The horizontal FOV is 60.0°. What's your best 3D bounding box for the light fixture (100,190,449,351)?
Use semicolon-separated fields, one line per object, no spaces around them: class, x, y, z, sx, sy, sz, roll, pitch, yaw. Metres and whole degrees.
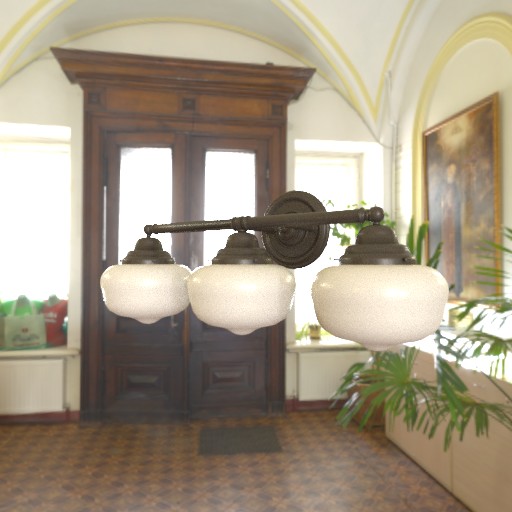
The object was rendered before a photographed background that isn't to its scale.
light fixture;0.000;0.000;0.705;0.587;0.242;0.239;-1;-1;36
